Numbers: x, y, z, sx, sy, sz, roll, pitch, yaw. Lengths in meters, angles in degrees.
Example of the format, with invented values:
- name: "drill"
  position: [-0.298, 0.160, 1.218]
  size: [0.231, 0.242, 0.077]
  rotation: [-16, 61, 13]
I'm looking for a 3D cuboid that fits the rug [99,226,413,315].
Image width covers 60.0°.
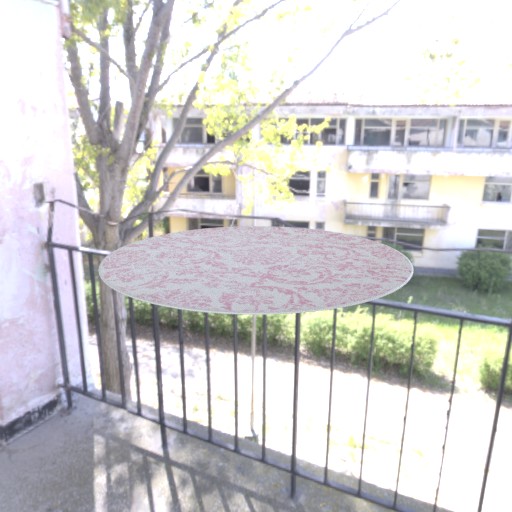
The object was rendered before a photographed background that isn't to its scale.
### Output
- name: "rug"
  position: [0.000, 0.000, 2.370]
  size: [1.593, 0.012, 1.593]
  rotation: [0, 15, 0]
